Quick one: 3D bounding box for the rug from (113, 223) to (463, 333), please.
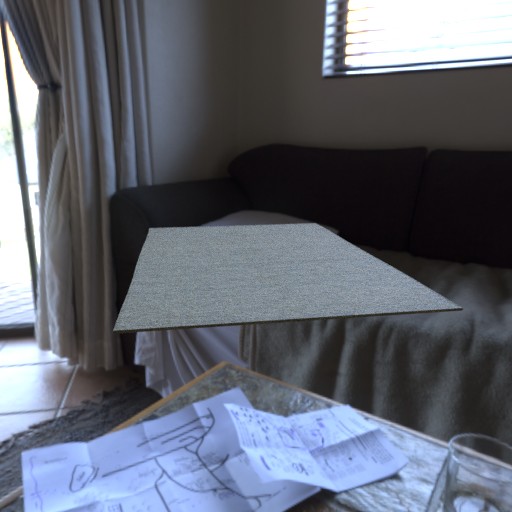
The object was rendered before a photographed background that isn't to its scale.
[{"bbox_3d":[0.000,0.000,2.985,1.547,0.013,2.283,-2,14,-9],"label":"rug"}]
